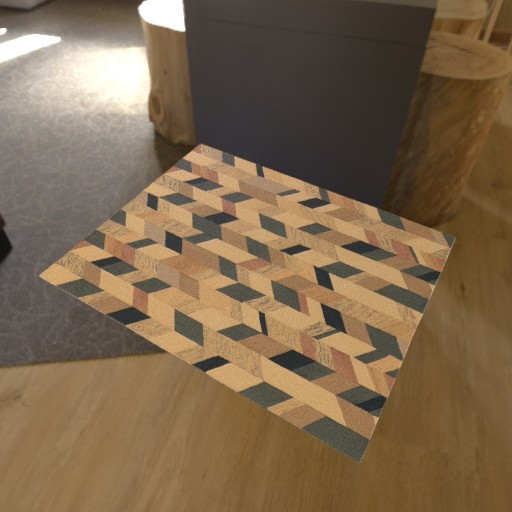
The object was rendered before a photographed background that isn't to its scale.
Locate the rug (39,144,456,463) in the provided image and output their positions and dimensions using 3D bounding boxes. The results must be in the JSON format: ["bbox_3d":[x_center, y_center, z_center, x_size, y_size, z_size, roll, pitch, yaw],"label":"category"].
[{"bbox_3d":[0.000,0.000,4.128,3.072,0.011,2.451,24,52,21],"label":"rug"}]
